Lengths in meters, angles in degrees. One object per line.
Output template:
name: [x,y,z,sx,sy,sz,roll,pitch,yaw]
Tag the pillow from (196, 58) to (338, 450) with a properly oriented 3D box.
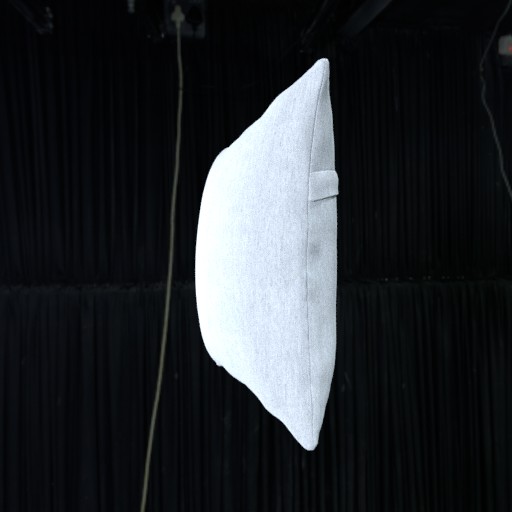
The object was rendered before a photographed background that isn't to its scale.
pillow: [0.000,0.000,0.689,0.173,0.436,0.433,0,0,-18]
